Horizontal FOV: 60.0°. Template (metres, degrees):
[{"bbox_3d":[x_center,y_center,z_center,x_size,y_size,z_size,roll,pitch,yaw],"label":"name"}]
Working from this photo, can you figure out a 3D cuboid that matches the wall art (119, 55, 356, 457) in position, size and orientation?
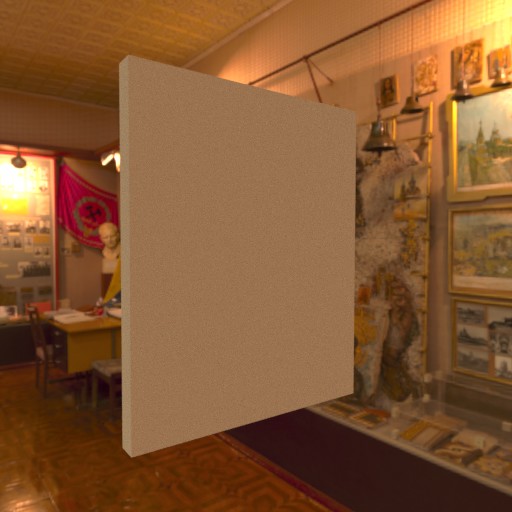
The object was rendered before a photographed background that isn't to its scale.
[{"bbox_3d":[0.000,0.000,0.754,0.451,0.553,0.039,-1,2,-36],"label":"wall art"}]
